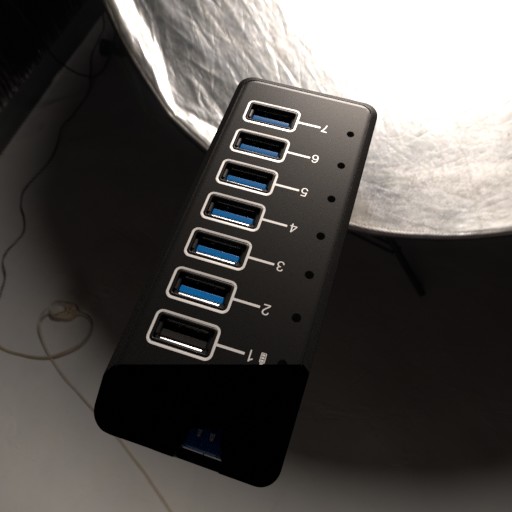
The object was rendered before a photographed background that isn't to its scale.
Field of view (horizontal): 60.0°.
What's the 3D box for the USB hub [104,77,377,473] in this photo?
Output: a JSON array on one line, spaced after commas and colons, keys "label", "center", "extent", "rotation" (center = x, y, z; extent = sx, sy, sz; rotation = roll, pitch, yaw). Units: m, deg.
[{"label": "USB hub", "center": [0.000, 0.000, 0.125], "extent": [0.044, 0.023, 0.110], "rotation": [16, 65, 8]}]
